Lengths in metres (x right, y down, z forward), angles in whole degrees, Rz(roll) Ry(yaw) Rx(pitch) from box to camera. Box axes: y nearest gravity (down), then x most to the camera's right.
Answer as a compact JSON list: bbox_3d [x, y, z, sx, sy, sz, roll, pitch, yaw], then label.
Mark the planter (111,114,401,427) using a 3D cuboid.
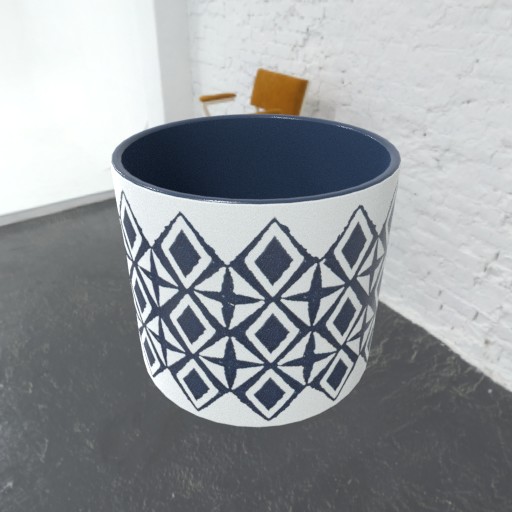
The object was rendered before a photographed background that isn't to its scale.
[{"bbox_3d":[0.000,0.000,0.327,0.182,0.165,0.182,0,31,0],"label":"planter"}]
